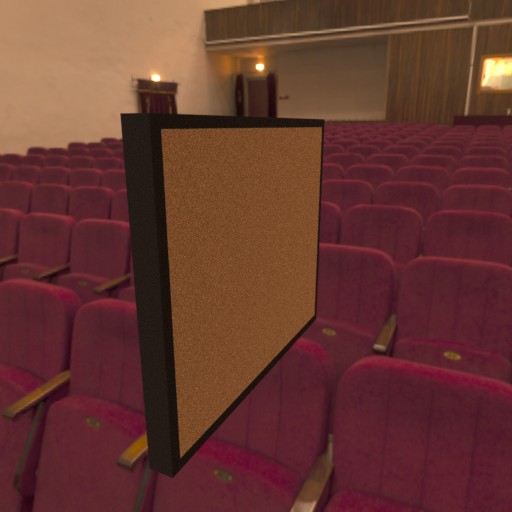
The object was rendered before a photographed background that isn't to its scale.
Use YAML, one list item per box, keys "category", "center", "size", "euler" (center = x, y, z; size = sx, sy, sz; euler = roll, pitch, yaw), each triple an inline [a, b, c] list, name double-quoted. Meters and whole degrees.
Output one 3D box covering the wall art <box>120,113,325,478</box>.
- category: "wall art"
  center: [0.000, 0.000, 0.544]
  size: [0.028, 0.325, 0.397]
  euler: [8, 18, 26]
